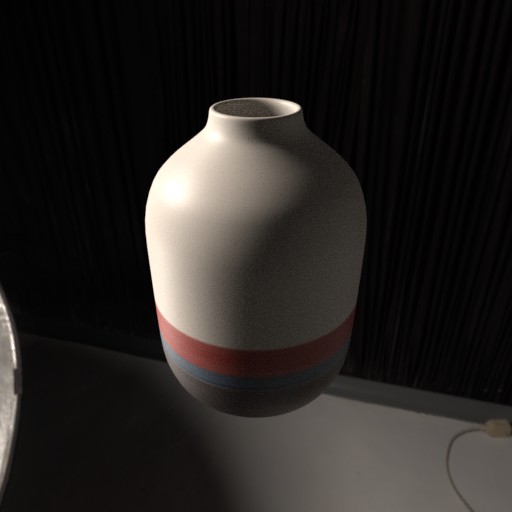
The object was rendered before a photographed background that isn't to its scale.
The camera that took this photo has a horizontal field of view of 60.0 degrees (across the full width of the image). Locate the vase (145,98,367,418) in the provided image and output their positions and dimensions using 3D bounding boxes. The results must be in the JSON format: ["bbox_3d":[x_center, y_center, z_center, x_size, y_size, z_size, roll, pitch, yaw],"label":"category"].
[{"bbox_3d":[0.000,0.000,0.363,0.169,0.237,0.169,0,31,0],"label":"vase"}]
